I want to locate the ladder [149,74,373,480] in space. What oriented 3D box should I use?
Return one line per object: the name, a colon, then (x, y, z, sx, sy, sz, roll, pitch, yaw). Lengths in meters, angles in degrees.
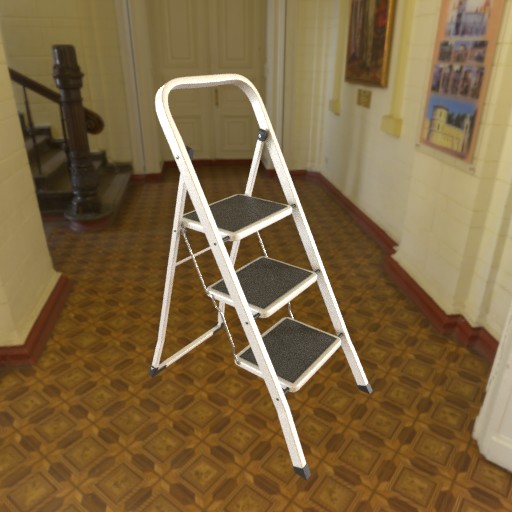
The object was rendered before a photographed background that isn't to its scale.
ladder: (0.000, 0.000, 1.404, 0.711, 1.050, 0.460, 18, 31, 33)
